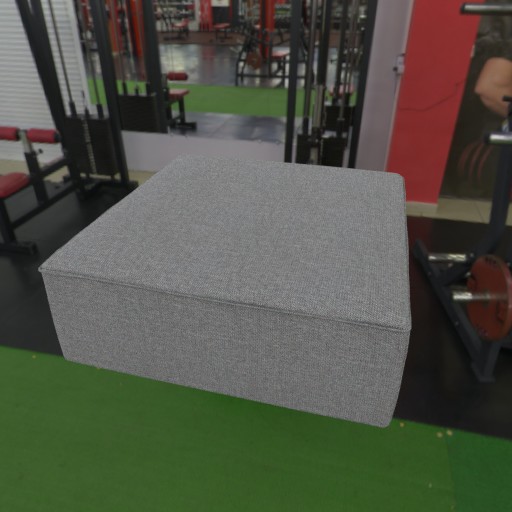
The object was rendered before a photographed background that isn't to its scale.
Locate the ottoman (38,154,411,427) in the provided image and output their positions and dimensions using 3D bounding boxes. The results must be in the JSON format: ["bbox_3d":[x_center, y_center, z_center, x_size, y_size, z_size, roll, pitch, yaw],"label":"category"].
[{"bbox_3d":[0.000,0.000,1.612,1.023,0.423,1.017,8,32,13],"label":"ottoman"}]
